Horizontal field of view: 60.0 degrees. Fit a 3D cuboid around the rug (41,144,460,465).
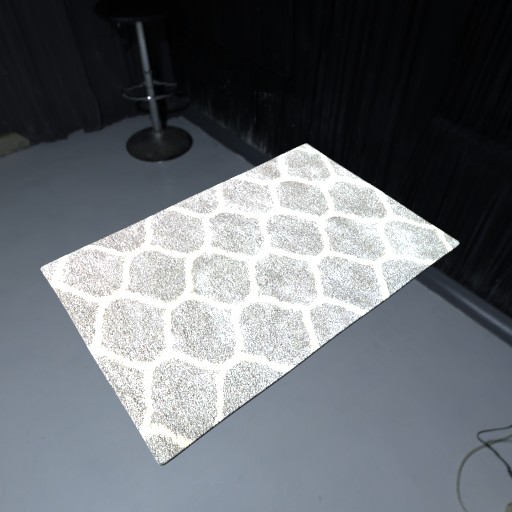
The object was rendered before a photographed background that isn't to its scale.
[{"bbox_3d":[0.000,0.000,3.405,2.701,0.026,1.801,-30,54,-25],"label":"rug"}]
